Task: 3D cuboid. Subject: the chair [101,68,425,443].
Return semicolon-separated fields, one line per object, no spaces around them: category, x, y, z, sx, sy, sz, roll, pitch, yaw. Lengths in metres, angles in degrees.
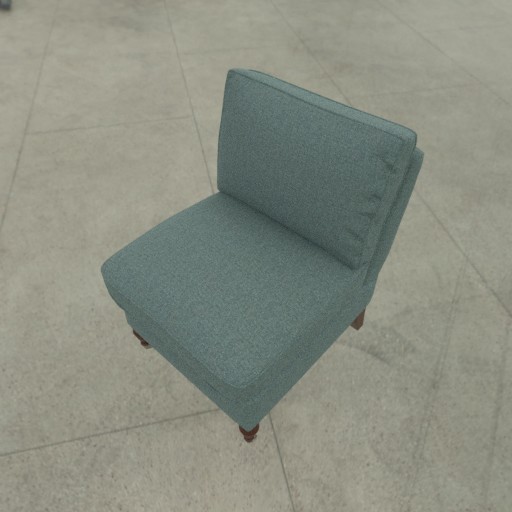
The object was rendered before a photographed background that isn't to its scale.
chair;0.000;0.000;1.415;0.624;0.901;0.796;33;55;28
